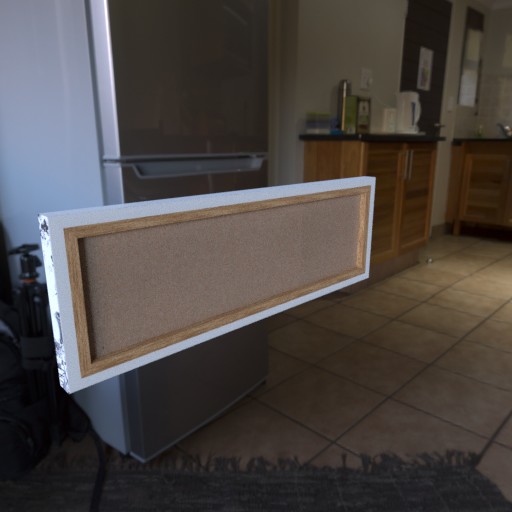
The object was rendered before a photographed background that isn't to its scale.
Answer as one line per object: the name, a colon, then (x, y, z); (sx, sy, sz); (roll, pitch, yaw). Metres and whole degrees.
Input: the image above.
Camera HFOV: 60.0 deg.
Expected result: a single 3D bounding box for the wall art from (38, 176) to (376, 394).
wall art: (0.000, 0.000, 0.864); (0.766, 0.256, 0.036); (-14, 21, -42)
